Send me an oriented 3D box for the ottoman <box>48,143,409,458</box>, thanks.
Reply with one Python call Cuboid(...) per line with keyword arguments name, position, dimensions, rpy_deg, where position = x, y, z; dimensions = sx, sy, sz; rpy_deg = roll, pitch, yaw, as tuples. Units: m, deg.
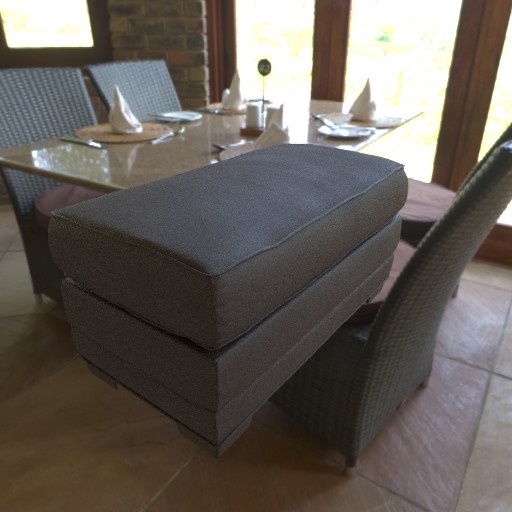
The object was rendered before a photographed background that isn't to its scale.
Cuboid(name="ottoman", position=(0.000, 0.000, 1.166), dimensions=(0.490, 0.448, 0.864), rpy_deg=(19, 32, 33))
